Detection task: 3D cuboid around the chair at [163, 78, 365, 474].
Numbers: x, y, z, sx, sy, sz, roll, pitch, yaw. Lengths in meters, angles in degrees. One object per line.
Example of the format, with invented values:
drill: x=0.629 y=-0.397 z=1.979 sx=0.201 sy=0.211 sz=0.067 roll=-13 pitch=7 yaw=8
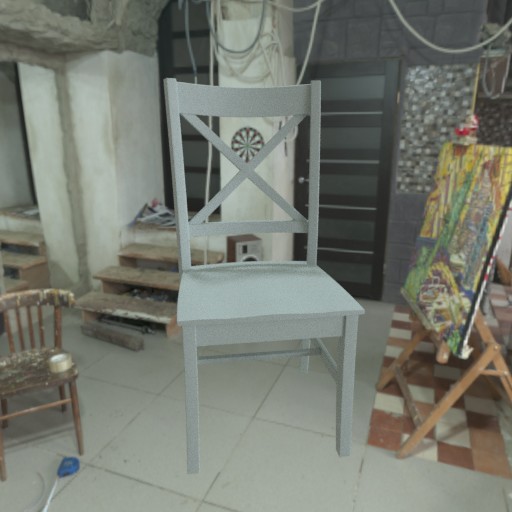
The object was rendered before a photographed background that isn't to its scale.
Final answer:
chair: x=0.000 y=0.000 z=1.264 sx=0.485 sy=0.983 sz=0.542 roll=-2 pitch=16 yaw=-8
